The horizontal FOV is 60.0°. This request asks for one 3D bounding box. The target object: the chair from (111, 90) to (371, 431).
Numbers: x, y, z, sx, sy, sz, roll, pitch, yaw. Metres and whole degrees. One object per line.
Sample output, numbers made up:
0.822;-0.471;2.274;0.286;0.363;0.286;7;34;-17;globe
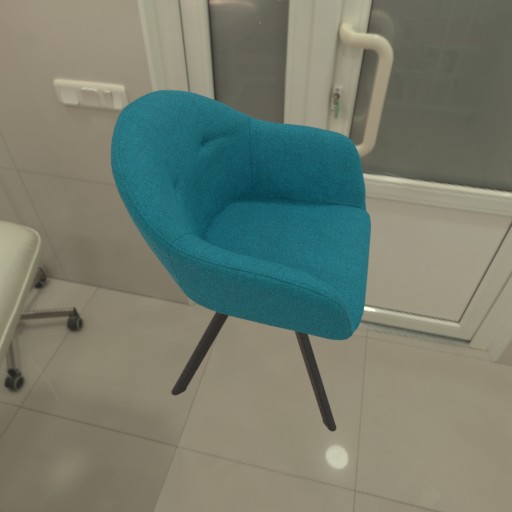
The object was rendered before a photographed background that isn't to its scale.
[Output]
0.000;0.000;1.152;0.565;0.775;0.545;10;46;9;chair
